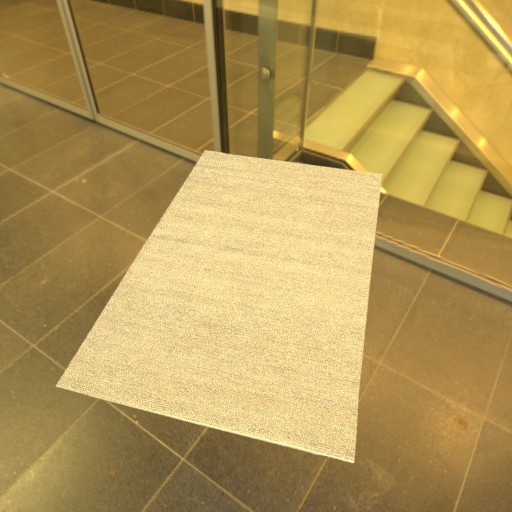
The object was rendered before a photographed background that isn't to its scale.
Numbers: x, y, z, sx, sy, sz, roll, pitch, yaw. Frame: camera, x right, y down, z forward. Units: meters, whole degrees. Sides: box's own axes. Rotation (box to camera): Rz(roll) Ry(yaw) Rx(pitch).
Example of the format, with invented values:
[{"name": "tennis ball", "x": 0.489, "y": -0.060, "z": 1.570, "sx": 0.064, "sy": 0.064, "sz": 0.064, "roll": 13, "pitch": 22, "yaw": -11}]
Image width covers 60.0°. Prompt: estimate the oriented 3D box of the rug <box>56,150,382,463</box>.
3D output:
[{"name": "rug", "x": 0.000, "y": 0.000, "z": 2.272, "sx": 1.179, "sy": 0.022, "sz": 1.820, "roll": 10, "pitch": 46, "yaw": 10}]
